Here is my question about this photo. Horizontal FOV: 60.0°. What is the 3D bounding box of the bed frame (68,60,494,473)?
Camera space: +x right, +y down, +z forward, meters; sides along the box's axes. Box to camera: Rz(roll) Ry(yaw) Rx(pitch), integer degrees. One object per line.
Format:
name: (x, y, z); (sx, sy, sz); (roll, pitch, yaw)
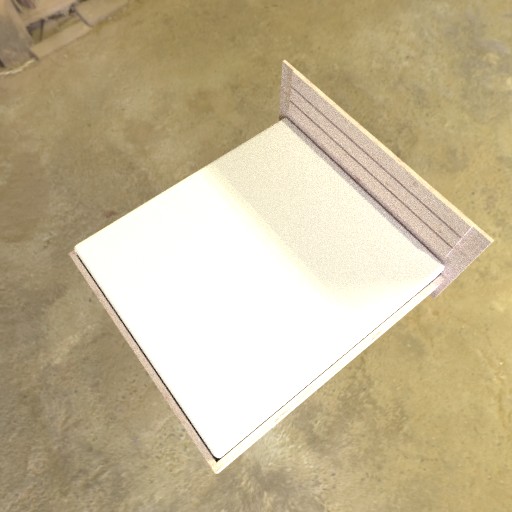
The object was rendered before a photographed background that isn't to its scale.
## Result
bed frame: (0.000, 0.000, 3.119); (2.080, 0.970, 1.950); (-35, 69, -16)
